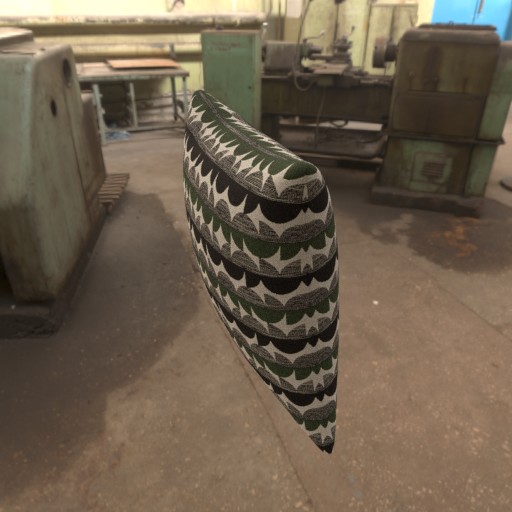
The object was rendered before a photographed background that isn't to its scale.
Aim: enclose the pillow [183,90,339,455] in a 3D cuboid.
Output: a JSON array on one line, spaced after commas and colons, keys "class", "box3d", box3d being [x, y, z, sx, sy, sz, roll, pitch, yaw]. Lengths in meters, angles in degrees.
[{"class": "pillow", "box3d": [0.000, 0.000, 0.650, 0.180, 0.404, 0.419, -10, 31, -17]}]
